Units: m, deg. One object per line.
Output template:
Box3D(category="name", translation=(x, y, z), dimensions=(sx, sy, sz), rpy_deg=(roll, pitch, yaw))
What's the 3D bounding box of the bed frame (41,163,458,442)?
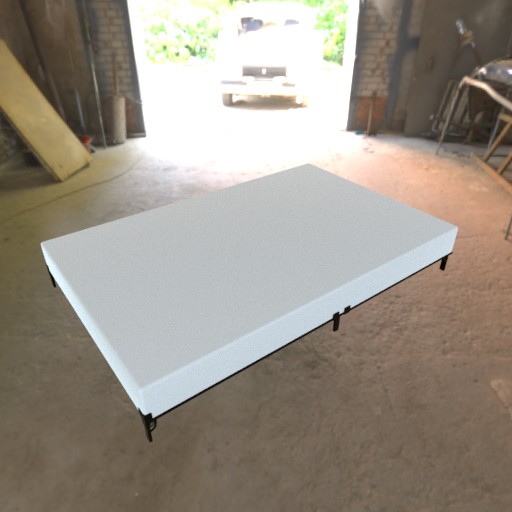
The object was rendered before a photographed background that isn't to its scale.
Box3D(category="bed frame", translation=(0.000, 0.000, 3.848), dimensions=(2.987, 0.440, 1.930), rpy_deg=(-22, 39, -30))
